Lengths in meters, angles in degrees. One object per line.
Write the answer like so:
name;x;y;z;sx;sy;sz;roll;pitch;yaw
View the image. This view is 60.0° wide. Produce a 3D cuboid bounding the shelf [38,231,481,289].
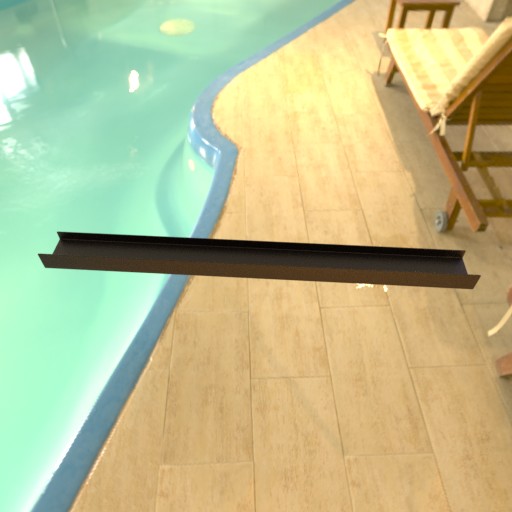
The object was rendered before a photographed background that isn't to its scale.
shelf;0.000;0.000;0.969;0.924;0.049;0.092;3;48;2
